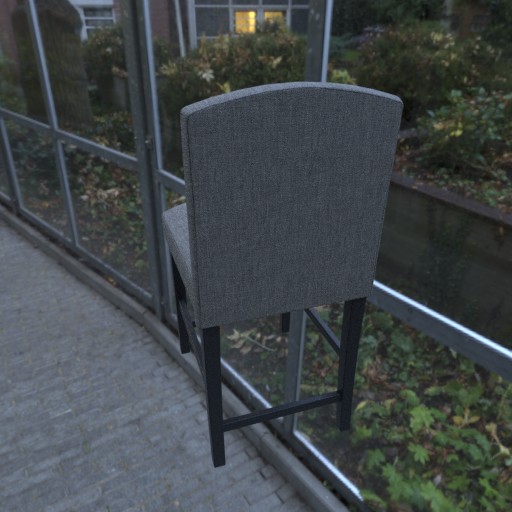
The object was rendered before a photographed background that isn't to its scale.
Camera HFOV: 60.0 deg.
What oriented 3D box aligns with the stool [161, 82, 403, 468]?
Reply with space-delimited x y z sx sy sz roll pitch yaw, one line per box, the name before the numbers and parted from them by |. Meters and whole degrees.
stool | 0.000 0.000 1.246 0.451 0.966 0.552 -9 29 -16
